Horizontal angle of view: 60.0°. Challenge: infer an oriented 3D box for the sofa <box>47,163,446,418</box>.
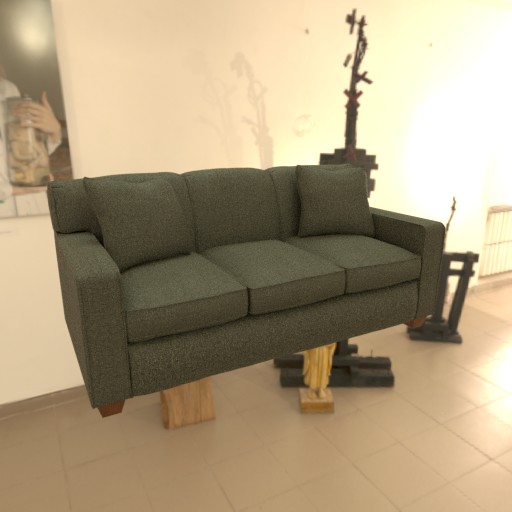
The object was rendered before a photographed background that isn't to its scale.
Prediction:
[{"bbox_3d":[0.000,0.000,2.525,2.024,0.958,0.997,-9,18,-27],"label":"sofa"}]
